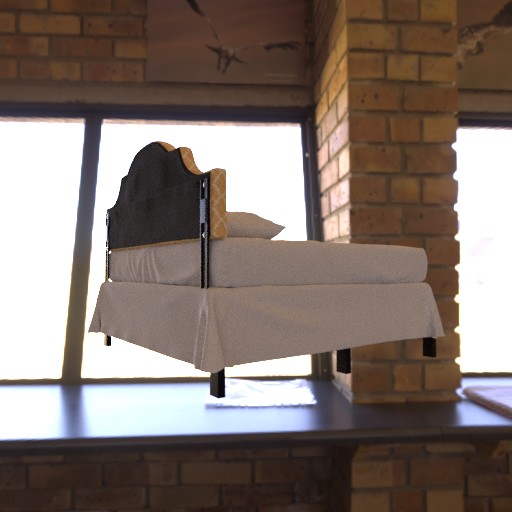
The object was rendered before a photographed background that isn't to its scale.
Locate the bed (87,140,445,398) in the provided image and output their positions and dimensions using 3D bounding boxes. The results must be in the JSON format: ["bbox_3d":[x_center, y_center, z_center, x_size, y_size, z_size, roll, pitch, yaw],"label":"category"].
[{"bbox_3d":[0.000,0.000,3.769,2.222,1.601,2.314,1,-2,-35],"label":"bed"}]
